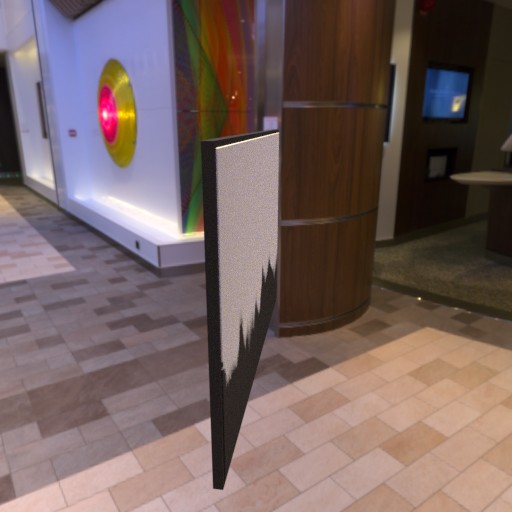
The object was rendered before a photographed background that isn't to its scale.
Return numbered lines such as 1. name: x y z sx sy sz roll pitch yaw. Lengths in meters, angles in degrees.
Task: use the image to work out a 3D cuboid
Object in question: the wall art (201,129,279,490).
1. wall art: 0.000 0.000 1.500 0.028 0.805 1.190 3 17 8
